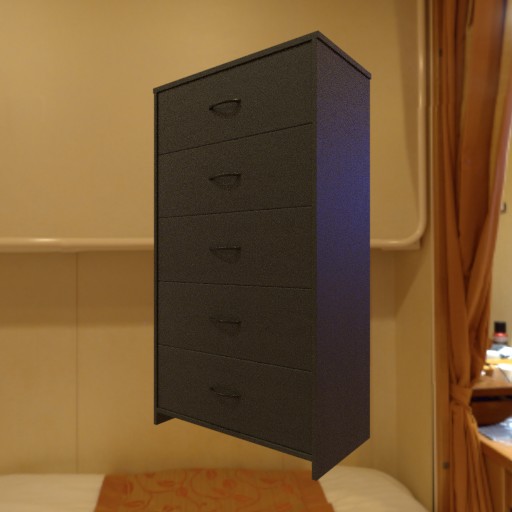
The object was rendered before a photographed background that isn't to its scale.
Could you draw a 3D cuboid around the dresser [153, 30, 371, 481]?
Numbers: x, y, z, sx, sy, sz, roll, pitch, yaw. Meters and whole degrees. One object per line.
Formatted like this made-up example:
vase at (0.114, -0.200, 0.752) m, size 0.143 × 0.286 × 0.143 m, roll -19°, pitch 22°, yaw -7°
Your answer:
dresser at (0.000, 0.000, 1.584) m, size 0.704 × 1.255 × 0.399 m, roll 0°, pitch 0°, yaw 37°
